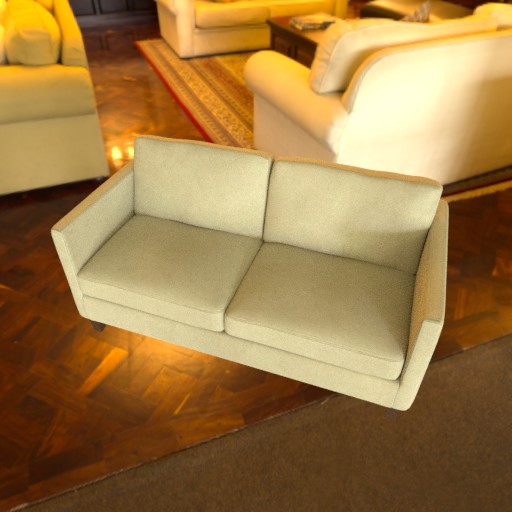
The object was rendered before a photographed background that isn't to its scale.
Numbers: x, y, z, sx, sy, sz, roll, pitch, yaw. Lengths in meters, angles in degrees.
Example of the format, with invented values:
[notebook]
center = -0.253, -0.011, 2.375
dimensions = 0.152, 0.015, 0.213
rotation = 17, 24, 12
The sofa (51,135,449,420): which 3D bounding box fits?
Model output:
[sofa]
center = 0.000, 0.000, 2.396
dimensions = 1.846, 0.940, 0.950
rotation = 13, 41, 15
